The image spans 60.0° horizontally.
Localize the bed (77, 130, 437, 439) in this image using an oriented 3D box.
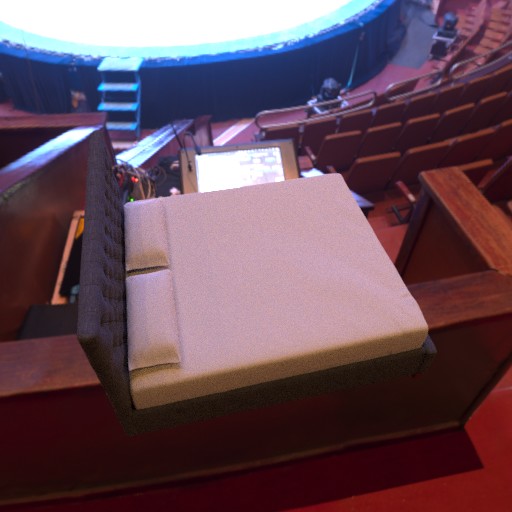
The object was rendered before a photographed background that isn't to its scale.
[{"bbox_3d":[0.000,0.000,3.653,2.387,1.427,2.078,-9,48,-8],"label":"bed"}]
